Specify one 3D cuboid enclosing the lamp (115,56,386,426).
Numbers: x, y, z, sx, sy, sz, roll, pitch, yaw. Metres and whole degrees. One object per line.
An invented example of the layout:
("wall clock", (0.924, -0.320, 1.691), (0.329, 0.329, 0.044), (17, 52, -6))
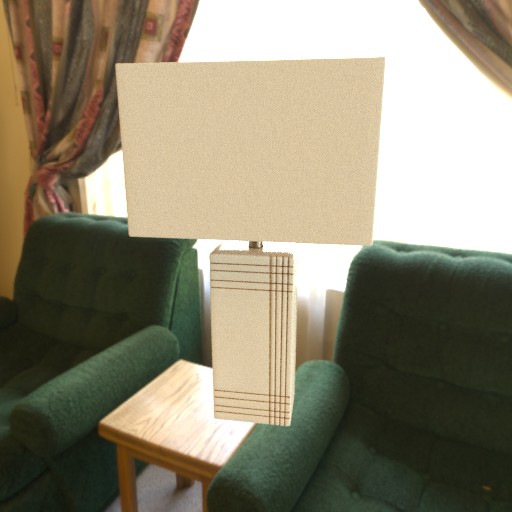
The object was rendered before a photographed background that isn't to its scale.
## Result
("lamp", (0.000, 0.000, 0.695), (0.334, 0.543, 0.182), (3, 16, 9))
